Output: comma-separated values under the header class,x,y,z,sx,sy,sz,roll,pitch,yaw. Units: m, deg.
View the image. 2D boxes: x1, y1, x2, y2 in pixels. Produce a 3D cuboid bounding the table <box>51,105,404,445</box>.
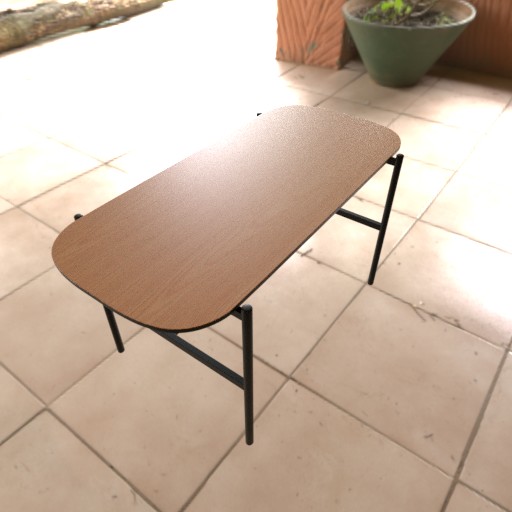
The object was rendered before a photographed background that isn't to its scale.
class,x,y,z,sx,sy,sz,roll,pitch,yaw
table,0.000,0.000,1.024,0.400,0.400,0.800,25,47,26
